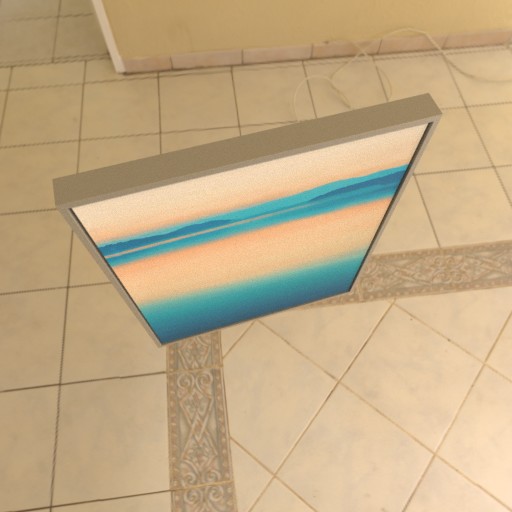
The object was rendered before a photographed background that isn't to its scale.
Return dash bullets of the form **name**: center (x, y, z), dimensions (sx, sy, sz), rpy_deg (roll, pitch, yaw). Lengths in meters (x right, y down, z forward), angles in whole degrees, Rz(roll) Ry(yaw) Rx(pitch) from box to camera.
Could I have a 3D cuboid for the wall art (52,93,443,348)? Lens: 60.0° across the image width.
- **wall art**: center (0.000, 0.000, 0.751), dimensions (0.453, 0.554, 0.037), rpy_deg (-15, 64, -7)
